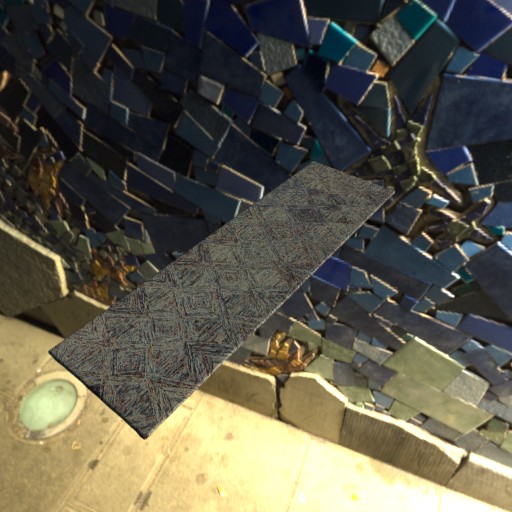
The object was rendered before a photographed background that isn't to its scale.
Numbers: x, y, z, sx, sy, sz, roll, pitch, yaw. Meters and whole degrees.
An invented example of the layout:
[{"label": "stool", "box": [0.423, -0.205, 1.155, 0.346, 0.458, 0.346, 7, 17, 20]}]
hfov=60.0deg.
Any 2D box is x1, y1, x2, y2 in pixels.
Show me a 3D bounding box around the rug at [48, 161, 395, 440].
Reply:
[{"label": "rug", "box": [0.000, 0.000, 2.593, 0.688, 0.015, 2.292, 27, 48, 28]}]
